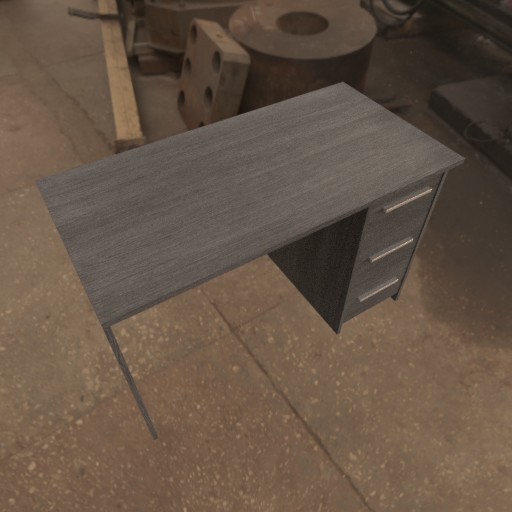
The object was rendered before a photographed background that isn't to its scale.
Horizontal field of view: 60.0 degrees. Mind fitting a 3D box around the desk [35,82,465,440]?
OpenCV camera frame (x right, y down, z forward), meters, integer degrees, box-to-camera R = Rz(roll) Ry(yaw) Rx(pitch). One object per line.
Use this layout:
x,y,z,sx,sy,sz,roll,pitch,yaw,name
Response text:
0.000,0.000,1.535,1.097,0.735,0.560,-25,52,-21,desk
